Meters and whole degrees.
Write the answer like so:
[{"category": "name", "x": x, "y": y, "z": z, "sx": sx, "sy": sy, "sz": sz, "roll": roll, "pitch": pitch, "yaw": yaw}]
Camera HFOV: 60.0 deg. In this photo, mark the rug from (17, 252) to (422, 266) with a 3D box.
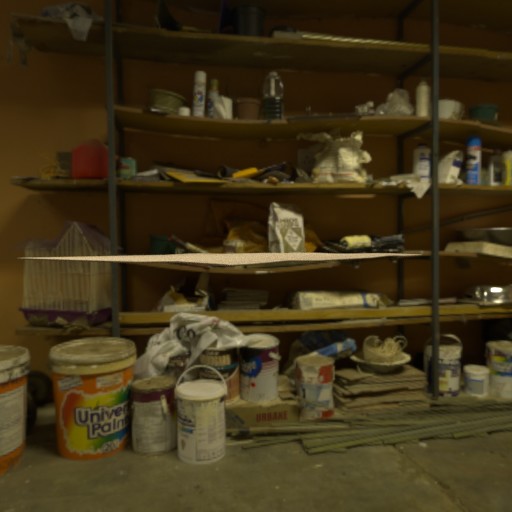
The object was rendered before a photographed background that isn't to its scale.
[{"category": "rug", "x": 0.000, "y": 0.000, "z": 3.013, "sx": 1.524, "sy": 0.015, "sz": 2.439, "roll": 1, "pitch": 1, "yaw": 36}]
